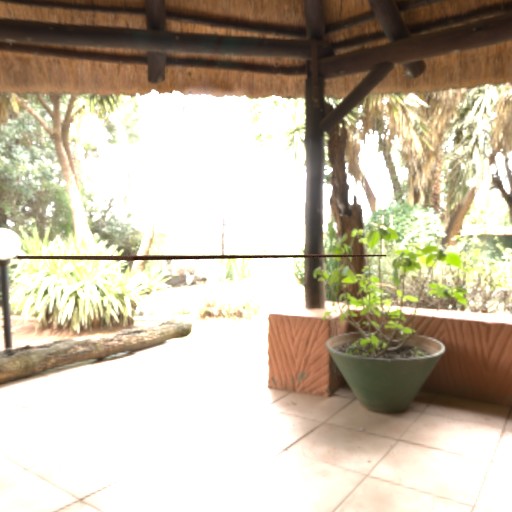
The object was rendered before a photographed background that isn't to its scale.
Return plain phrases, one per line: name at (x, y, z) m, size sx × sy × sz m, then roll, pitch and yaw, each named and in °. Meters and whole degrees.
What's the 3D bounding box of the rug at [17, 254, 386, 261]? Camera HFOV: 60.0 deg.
rug at (0.000, 0.000, 2.651) m, size 0.764 × 0.017 × 2.439 m, roll 0°, pitch 0°, yaw 35°
